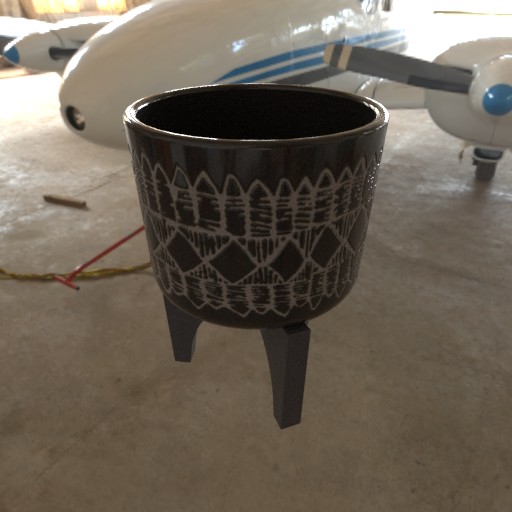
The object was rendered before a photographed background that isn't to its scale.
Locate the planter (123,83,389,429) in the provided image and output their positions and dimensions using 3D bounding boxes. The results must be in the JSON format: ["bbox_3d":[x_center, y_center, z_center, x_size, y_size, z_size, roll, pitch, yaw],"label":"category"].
[{"bbox_3d":[0.000,0.000,0.402,0.196,0.264,0.196,-11,33,-18],"label":"planter"}]
